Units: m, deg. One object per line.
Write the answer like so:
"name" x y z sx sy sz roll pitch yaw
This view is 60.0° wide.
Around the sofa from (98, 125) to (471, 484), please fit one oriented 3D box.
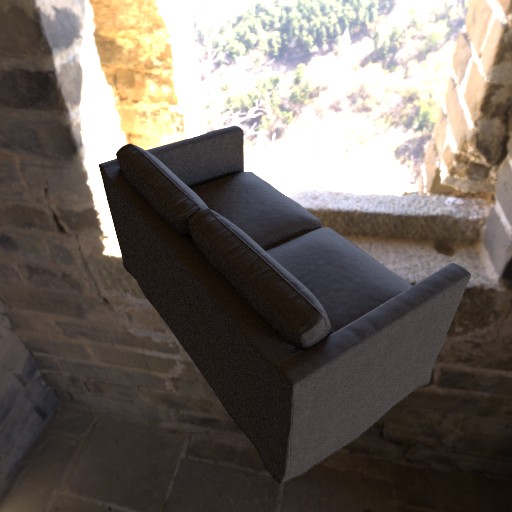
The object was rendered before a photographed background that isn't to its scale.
"sofa" 0.000 0.000 2.331 0.974 0.854 1.802 -24 45 -26
